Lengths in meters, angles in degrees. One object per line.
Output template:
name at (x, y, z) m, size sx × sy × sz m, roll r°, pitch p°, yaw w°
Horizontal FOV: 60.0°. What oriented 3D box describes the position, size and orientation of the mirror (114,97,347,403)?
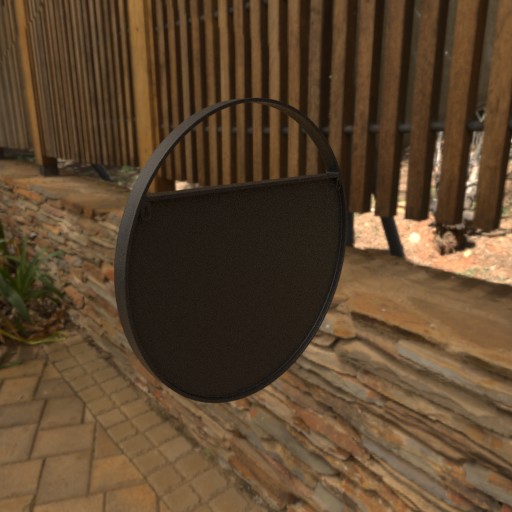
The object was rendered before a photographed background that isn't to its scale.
mirror at (0.000, 0.000, 0.841) m, size 0.032 × 0.565 × 0.565 m, roll 15°, pitch 22°, yaw 43°
